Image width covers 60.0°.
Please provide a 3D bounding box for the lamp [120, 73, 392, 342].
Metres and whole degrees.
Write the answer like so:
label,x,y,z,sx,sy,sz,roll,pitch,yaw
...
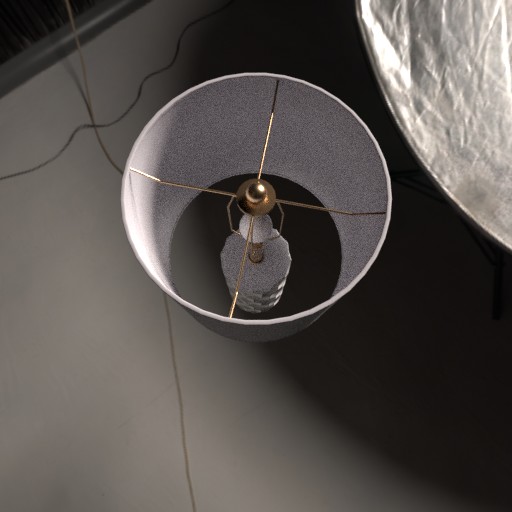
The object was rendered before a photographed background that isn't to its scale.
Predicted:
label,x,y,z,sx,sy,sz,roll,pitch,yaw
lamp,0.000,0.000,0.712,0.277,0.537,0.277,-40,79,-10
